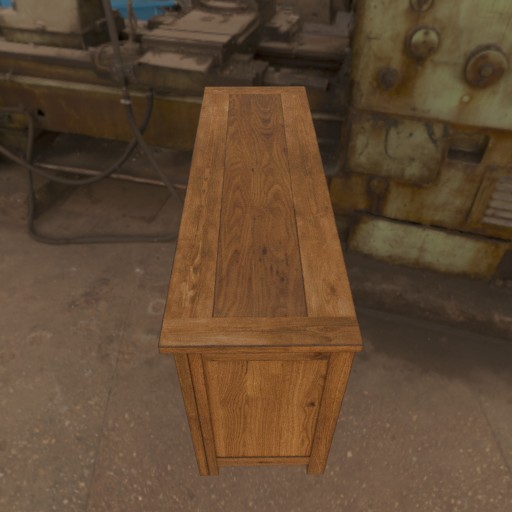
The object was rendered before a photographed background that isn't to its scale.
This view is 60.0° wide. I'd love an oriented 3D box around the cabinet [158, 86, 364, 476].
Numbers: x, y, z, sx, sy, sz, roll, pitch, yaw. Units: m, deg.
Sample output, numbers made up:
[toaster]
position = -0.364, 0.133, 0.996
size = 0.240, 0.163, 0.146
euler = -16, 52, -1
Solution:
[cabinet]
position = 0.000, 0.000, 1.831
size = 0.480, 0.813, 1.474
euler = 0, 43, 0
